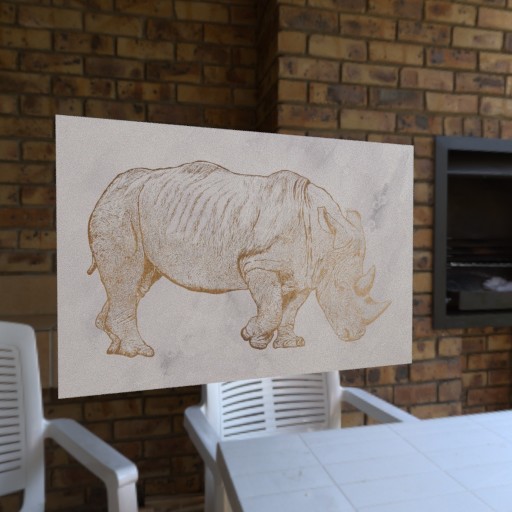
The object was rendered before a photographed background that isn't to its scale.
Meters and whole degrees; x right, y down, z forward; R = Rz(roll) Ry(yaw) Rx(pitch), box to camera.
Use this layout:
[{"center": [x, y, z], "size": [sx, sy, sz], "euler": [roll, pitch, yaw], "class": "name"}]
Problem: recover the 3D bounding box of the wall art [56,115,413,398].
[{"center": [0.000, 0.000, 1.116], "size": [0.915, 0.610, 0.038], "euler": [0, 1, -19], "class": "wall art"}]
